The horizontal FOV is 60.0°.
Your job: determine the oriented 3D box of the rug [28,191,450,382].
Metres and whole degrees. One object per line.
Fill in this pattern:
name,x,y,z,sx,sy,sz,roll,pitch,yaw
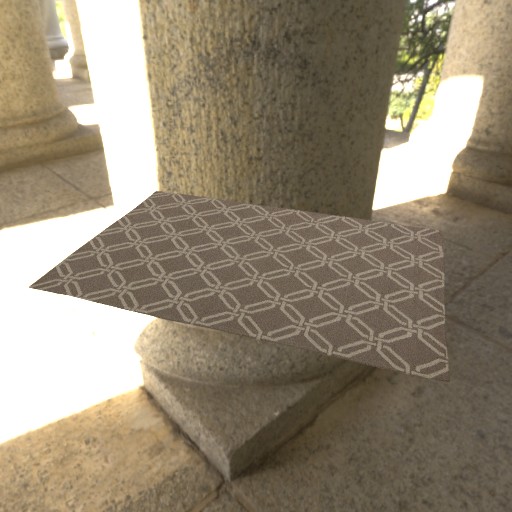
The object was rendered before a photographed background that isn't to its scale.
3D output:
rug,0.000,0.000,2.168,1.748,0.010,1.142,10,33,16
